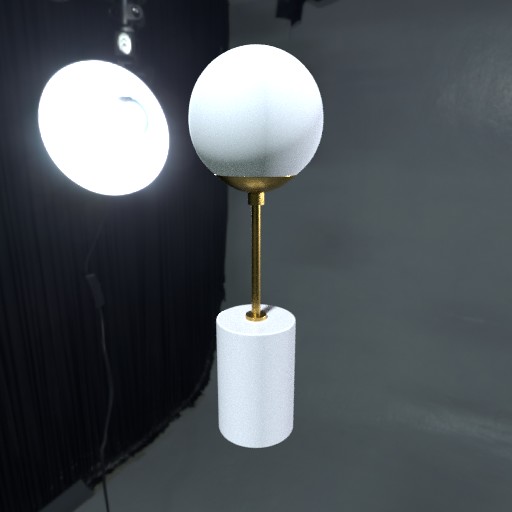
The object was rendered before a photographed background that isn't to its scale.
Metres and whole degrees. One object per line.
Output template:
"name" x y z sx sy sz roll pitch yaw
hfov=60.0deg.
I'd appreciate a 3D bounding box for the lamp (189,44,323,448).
"lamp" 0.000 0.000 0.551 0.153 0.480 0.153 0 15 0
